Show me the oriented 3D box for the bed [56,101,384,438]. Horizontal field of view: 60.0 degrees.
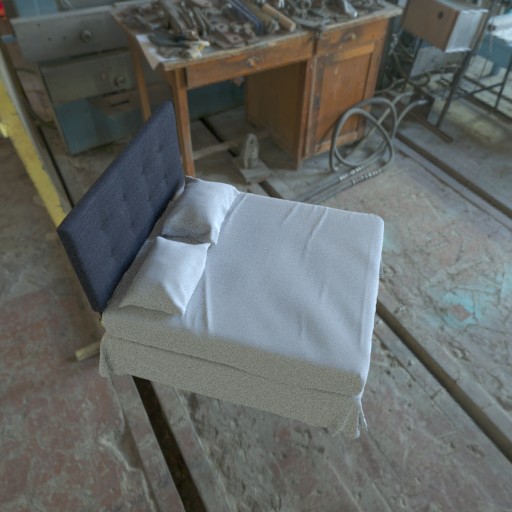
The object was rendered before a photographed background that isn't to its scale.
[{"bbox_3d":[0.000,0.000,3.563,2.222,1.577,1.936,11,48,10],"label":"bed"}]
